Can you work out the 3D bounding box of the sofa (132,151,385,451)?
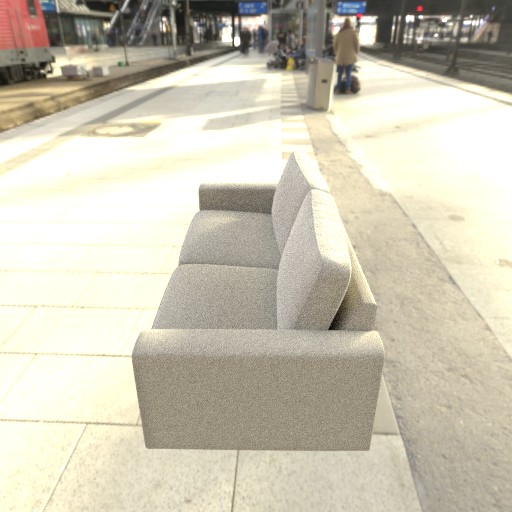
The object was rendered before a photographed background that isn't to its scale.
[{"bbox_3d":[0.000,0.000,2.708,1.016,0.873,2.179,0,27,1],"label":"sofa"}]
